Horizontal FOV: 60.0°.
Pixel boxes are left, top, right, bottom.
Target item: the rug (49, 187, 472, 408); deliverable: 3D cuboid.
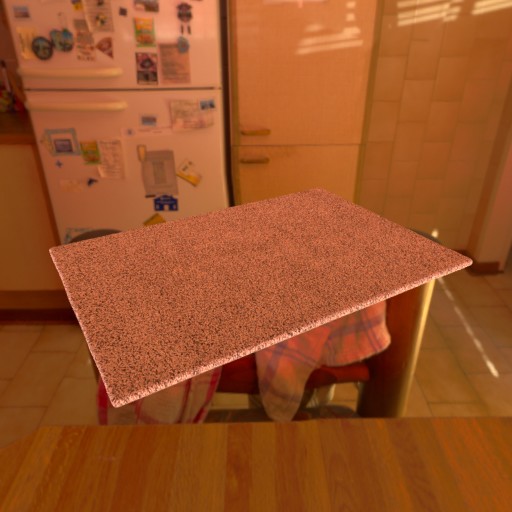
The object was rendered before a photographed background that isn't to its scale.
[{"bbox_3d":[0.000,0.000,2.246,1.778,0.030,1.219,-16,33,-27],"label":"rug"}]
